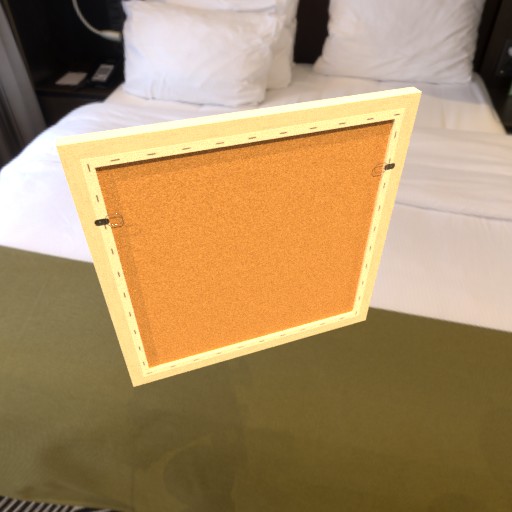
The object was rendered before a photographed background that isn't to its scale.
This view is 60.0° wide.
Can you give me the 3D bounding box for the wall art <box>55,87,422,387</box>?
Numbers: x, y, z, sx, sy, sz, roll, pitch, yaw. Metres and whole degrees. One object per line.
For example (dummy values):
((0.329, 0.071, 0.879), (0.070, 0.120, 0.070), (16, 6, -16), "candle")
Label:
((0.000, 0.000, 1.520), (1.016, 1.016, 0.045), (-13, 43, -14), "wall art")
